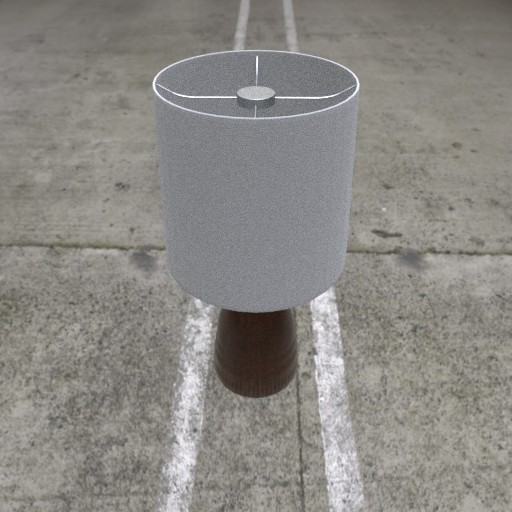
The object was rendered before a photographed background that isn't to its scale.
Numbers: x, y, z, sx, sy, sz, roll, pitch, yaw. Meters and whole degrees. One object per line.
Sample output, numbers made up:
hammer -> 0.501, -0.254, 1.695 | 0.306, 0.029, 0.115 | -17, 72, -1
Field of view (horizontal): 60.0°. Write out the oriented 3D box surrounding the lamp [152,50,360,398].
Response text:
lamp -> 0.000, 0.000, 0.473 | 0.186, 0.369, 0.186 | 0, 39, 0
